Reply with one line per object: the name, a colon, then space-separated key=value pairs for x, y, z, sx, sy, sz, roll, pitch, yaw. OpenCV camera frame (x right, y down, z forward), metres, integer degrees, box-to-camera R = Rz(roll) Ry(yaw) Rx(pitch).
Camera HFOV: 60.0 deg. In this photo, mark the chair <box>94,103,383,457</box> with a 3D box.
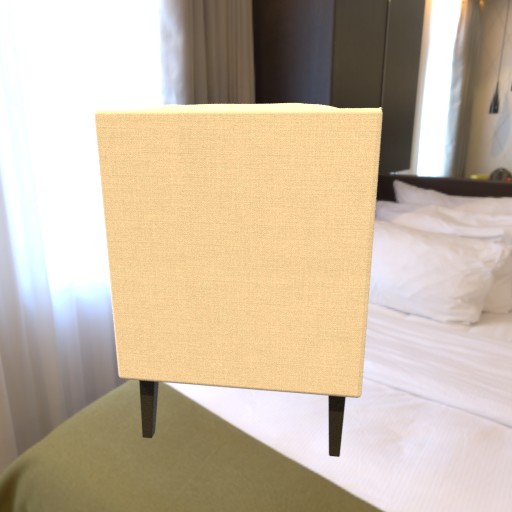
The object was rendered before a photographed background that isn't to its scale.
chair: x=0.000 y=0.000 z=1.424 sx=0.658 sy=0.891 sz=0.772 roll=2 pitch=16 yaw=8
